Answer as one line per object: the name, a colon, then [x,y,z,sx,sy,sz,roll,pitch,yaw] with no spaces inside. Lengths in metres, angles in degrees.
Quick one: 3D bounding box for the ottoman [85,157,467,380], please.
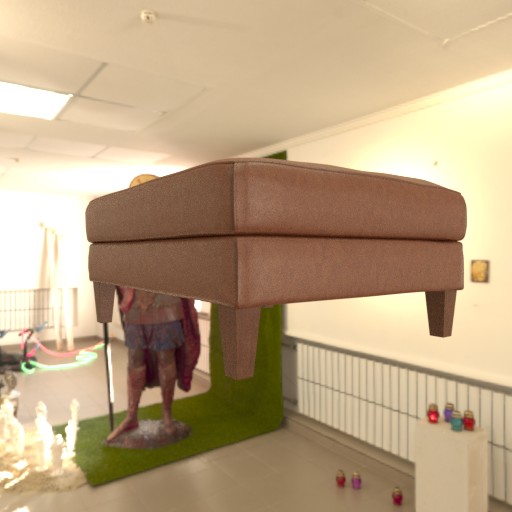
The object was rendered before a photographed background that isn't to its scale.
ottoman: [0.000,0.000,1.439,0.836,0.472,0.987,0,1,-36]
